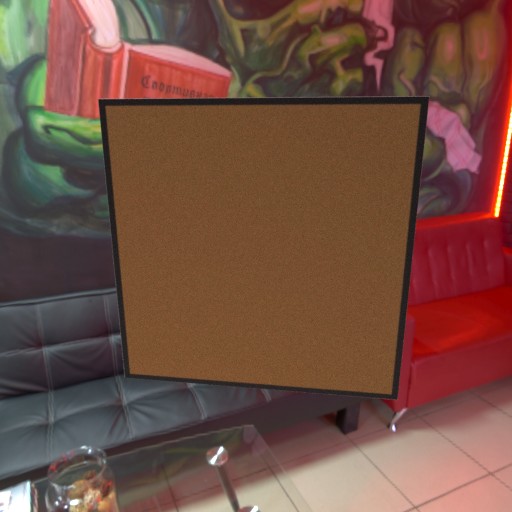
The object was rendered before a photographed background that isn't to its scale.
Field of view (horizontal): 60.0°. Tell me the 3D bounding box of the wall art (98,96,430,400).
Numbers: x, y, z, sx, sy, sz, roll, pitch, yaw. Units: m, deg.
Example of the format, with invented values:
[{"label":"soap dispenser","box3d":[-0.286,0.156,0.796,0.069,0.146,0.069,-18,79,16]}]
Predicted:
[{"label":"wall art","box3d":[0.000,0.000,1.193,0.805,0.803,0.022,2,17,8]}]
